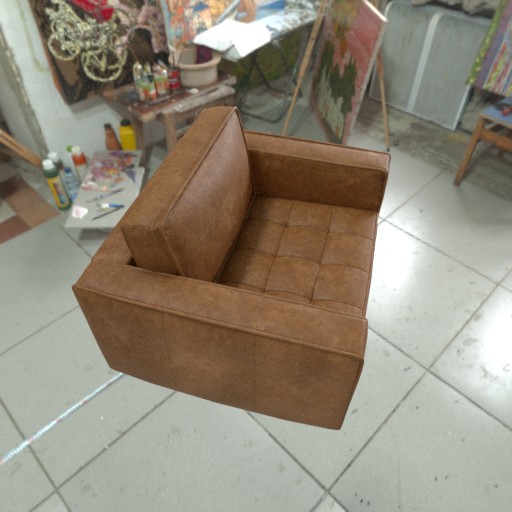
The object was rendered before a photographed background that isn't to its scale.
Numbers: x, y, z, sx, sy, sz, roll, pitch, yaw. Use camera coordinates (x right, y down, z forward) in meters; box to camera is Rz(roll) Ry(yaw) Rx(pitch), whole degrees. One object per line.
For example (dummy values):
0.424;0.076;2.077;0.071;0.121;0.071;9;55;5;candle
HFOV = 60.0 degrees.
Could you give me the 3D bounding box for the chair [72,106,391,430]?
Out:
0.000;0.000;1.540;0.798;0.767;0.928;12;48;11;chair
